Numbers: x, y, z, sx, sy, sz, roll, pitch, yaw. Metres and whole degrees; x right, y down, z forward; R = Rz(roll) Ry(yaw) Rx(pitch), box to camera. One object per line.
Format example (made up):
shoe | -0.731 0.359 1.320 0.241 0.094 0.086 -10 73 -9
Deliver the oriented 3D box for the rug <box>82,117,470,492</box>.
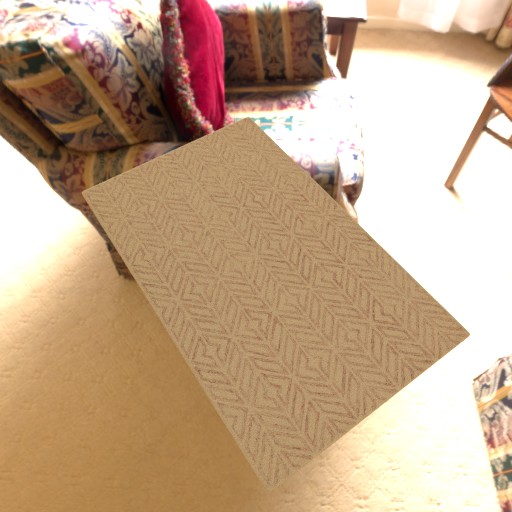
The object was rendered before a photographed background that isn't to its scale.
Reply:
rug | 0.000 0.000 3.021 1.523 0.008 2.438 -30 62 -18
